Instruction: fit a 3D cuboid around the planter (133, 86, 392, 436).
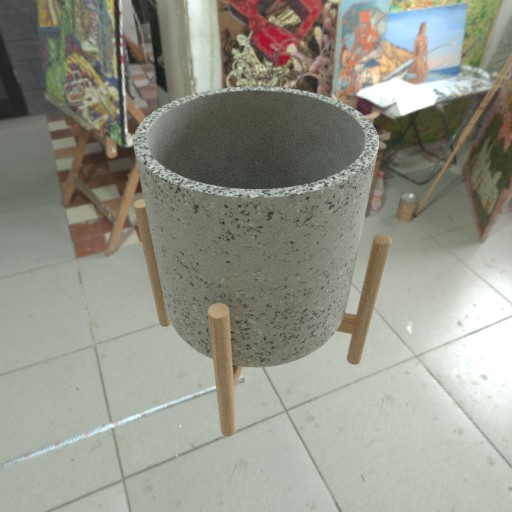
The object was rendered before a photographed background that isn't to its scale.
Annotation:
[{"bbox_3d":[0.000,0.000,0.696,0.360,0.419,0.360,26,47,27],"label":"planter"}]
